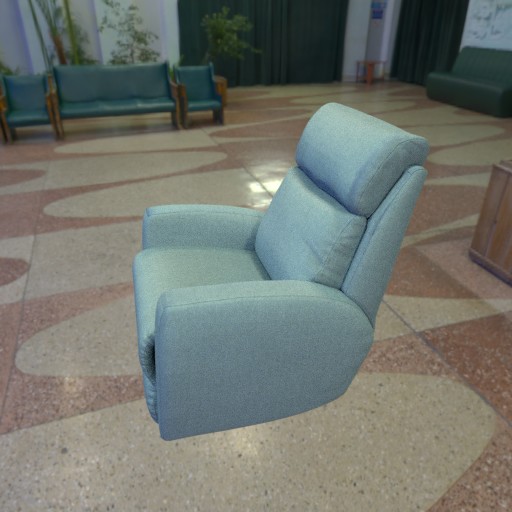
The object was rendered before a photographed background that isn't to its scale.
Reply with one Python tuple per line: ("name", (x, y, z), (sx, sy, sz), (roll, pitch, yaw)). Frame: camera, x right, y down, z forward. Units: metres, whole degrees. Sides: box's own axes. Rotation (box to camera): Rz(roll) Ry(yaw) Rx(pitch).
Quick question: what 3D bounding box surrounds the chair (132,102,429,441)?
("chair", (0.000, 0.000, 1.679), (0.940, 1.013, 0.812), (-8, 30, -14))
